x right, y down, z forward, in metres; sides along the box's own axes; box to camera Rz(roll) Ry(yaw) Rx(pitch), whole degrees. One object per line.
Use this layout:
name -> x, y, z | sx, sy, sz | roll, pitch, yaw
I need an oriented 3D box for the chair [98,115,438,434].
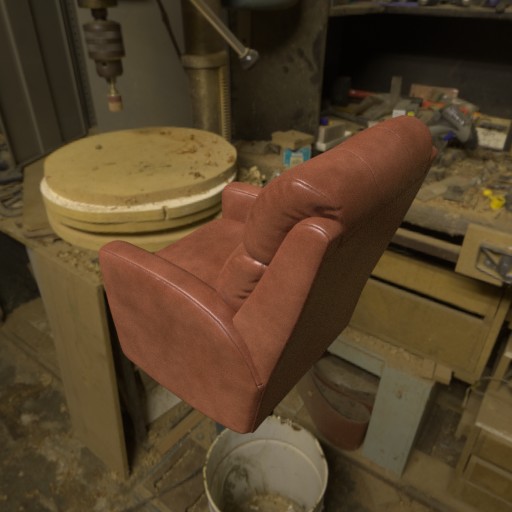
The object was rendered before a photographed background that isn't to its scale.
chair -> 0.000, 0.000, 1.628 | 0.939, 1.016, 0.787 | 22, 39, 31
